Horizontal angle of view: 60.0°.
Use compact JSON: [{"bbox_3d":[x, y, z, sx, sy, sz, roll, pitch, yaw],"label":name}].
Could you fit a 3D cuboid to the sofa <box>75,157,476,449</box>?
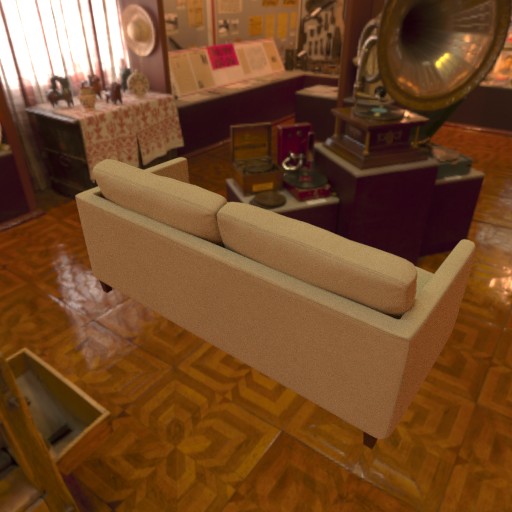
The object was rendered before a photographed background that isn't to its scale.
[{"bbox_3d":[0.000,0.000,2.639,2.181,0.932,0.948,22,38,31],"label":"sofa"}]
